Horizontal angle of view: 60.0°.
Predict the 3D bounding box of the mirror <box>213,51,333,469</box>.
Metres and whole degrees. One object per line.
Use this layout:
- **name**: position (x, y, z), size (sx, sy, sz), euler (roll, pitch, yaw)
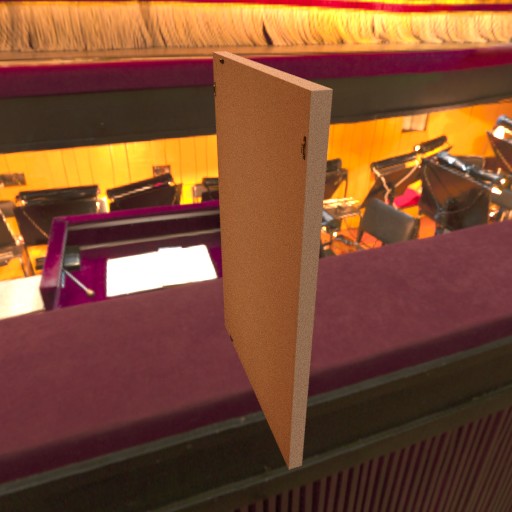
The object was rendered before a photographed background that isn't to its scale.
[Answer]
- **mirror**: position (0.000, 0.000, 1.151), size (0.041, 0.915, 0.609), euler (-10, 31, -16)
